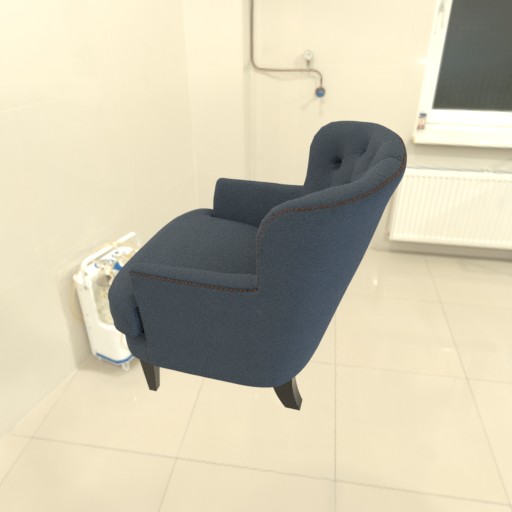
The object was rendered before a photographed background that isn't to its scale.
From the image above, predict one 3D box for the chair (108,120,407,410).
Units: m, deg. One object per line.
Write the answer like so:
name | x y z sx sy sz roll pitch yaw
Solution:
chair | 0.000 0.000 1.589 0.906 0.868 0.848 8 31 14
